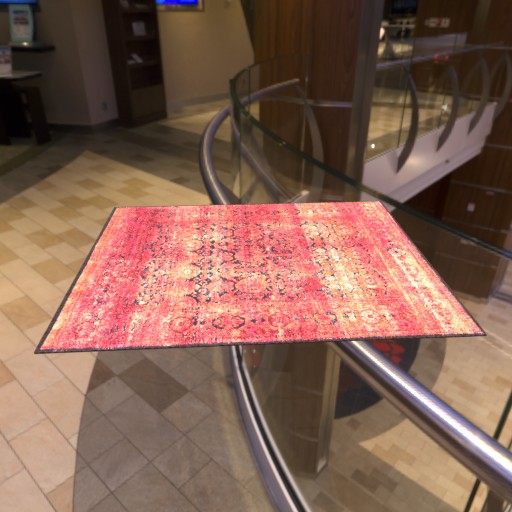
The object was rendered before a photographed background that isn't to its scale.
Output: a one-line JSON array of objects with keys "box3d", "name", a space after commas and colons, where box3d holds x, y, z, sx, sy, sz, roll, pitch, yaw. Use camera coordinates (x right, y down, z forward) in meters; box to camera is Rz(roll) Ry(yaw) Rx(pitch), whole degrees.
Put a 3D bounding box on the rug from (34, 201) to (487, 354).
[{"box3d": [0.000, 0.000, 3.989, 3.032, 0.020, 2.411, -2, 29, -3], "name": "rug"}]
